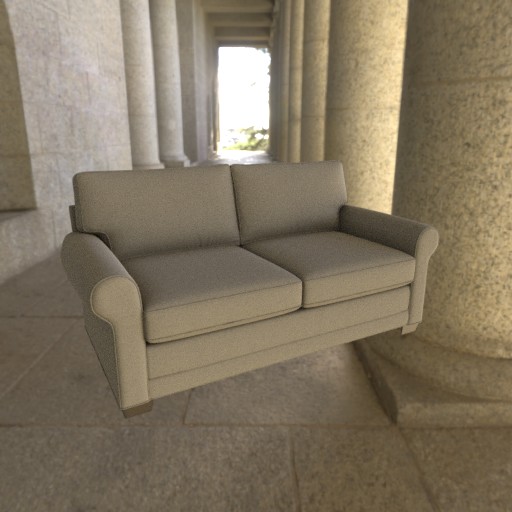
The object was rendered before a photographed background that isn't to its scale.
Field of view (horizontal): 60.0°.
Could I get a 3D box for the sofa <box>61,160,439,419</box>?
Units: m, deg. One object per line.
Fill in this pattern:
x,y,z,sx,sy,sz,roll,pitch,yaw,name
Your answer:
0.000,0.000,2.433,1.930,0.952,0.940,-9,19,-28,sofa
